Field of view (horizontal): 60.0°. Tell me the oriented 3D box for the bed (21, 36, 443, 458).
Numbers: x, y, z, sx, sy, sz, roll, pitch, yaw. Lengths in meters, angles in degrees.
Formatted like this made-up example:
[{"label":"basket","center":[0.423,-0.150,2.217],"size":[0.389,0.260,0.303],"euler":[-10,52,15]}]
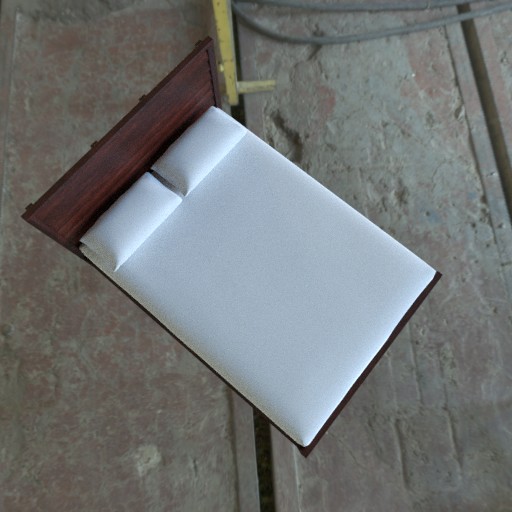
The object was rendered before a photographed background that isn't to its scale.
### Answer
[{"label":"bed","center":[0.000,0.000,3.890],"size":[2.803,1.492,2.040],"euler":[39,78,10]}]
